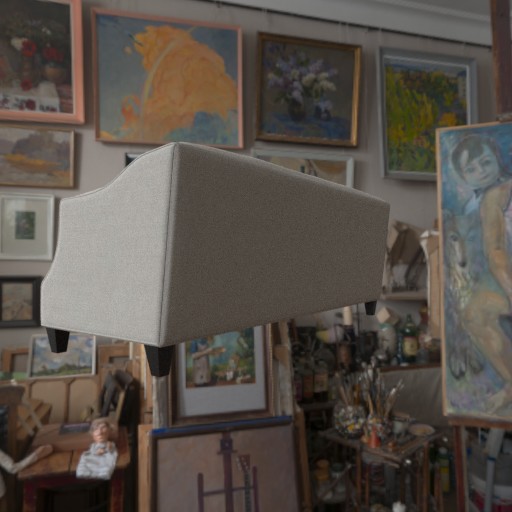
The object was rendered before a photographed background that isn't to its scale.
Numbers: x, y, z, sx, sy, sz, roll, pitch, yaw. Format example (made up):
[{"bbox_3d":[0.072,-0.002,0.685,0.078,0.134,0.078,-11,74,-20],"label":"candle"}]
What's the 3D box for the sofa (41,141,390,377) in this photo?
[{"bbox_3d":[0.000,0.000,2.716,0.914,0.901,2.235,0,0,36],"label":"sofa"}]
